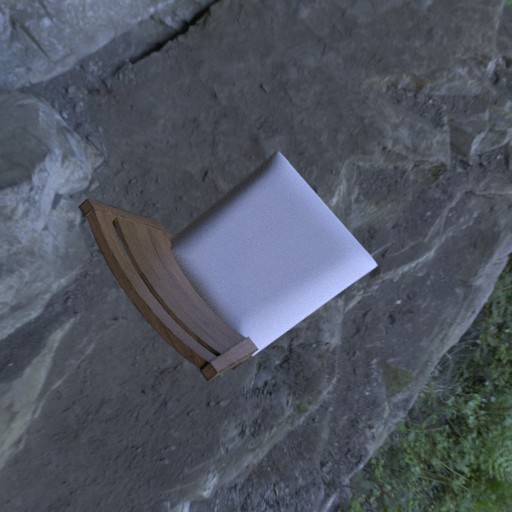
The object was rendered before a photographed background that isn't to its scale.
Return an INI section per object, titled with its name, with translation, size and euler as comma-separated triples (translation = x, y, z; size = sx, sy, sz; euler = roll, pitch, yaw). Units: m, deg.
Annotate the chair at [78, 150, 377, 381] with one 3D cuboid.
[chair]
translation = 0.000, 0.000, 1.324
size = 0.610, 0.939, 0.497
euler = -38, 80, -8
